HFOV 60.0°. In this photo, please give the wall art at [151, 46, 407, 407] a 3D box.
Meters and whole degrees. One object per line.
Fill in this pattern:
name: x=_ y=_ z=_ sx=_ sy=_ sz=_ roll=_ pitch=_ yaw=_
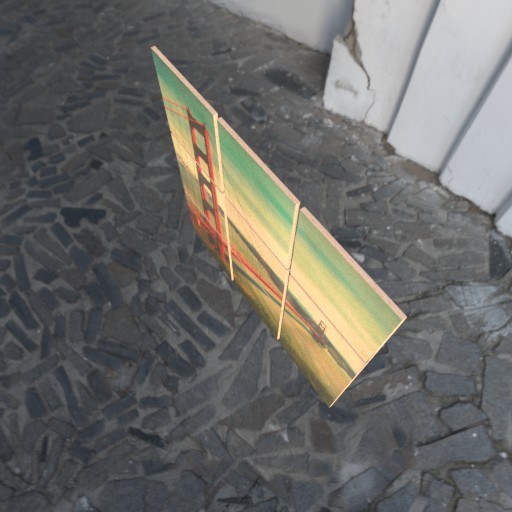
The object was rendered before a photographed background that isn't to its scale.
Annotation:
wall art: x=0.000 y=0.000 z=1.823 sx=0.016 sy=1.207 sz=1.217 roll=-32 pitch=66 yaw=-16
